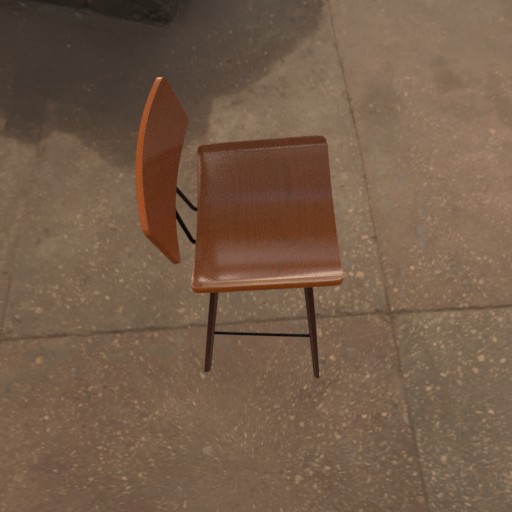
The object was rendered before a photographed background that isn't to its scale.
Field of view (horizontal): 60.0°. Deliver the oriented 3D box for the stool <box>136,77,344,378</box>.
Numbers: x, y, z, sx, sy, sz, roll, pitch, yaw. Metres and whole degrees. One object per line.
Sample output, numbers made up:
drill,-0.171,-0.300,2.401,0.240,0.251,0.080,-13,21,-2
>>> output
stool,0.000,0.000,1.256,0.440,0.969,0.509,-1,64,-1
